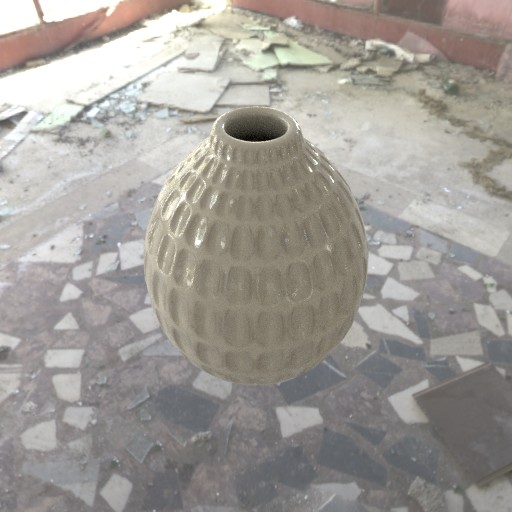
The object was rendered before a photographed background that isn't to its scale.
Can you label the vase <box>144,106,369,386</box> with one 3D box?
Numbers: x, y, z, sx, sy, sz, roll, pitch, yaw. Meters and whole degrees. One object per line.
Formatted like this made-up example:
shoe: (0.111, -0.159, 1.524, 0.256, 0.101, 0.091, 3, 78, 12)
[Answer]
vase: (0.000, 0.000, 0.258, 0.128, 0.167, 0.128, 0, 45, 0)
